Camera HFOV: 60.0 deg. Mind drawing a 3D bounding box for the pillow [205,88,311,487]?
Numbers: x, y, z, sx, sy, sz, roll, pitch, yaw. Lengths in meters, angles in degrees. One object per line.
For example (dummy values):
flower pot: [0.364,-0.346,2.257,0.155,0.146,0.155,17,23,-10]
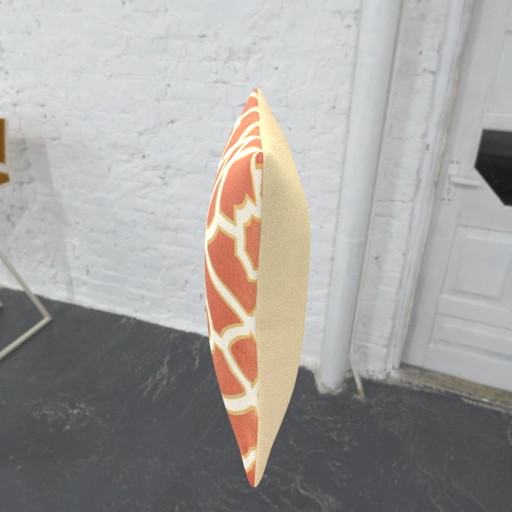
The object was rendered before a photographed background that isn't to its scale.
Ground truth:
pillow: [0.000,0.000,0.796,0.166,0.508,0.552,0,27,0]
